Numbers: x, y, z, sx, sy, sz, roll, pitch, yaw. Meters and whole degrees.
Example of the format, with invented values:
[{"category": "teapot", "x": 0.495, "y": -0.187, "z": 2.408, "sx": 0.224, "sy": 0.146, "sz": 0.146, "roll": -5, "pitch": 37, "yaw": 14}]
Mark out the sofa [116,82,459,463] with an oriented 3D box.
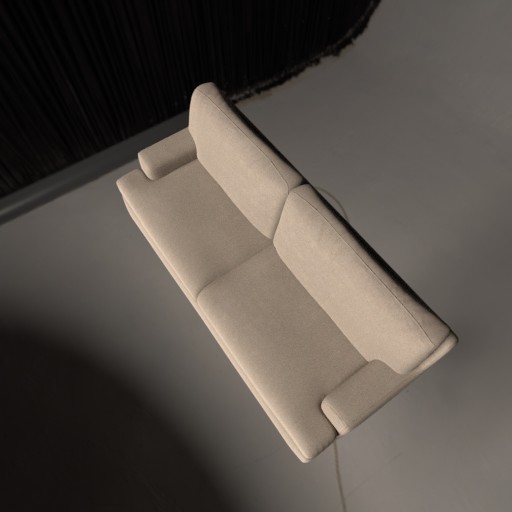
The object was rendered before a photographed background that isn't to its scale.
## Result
[{"category": "sofa", "x": 0.000, "y": 0.000, "z": 2.895, "sx": 0.962, "sy": 0.980, "sz": 2.354, "roll": -32, "pitch": 66, "yaw": -16}]
